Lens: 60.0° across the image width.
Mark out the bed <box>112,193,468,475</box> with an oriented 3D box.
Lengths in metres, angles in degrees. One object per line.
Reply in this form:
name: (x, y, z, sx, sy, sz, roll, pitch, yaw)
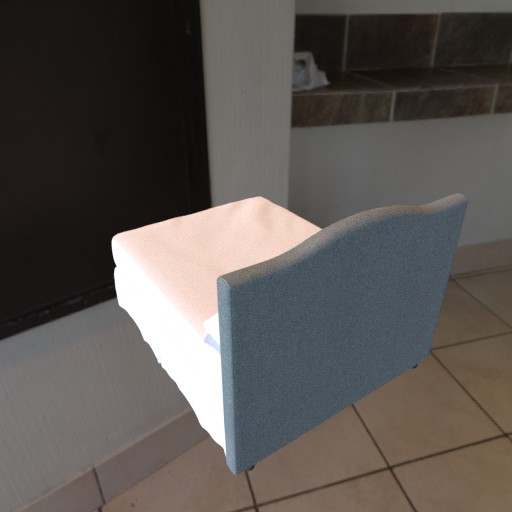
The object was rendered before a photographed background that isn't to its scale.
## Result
bed: (0.000, 0.000, 3.372, 1.753, 1.460, 2.143, -19, 35, -29)
